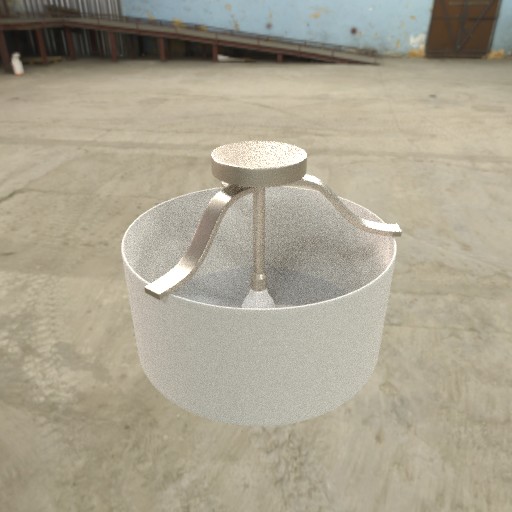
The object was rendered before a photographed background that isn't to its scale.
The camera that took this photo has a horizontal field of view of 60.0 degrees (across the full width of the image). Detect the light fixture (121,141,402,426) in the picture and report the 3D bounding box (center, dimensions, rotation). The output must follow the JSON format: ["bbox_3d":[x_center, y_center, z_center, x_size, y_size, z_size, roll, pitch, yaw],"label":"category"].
[{"bbox_3d":[0.000,0.000,0.650,0.395,0.304,0.395,0,29,0],"label":"light fixture"}]
